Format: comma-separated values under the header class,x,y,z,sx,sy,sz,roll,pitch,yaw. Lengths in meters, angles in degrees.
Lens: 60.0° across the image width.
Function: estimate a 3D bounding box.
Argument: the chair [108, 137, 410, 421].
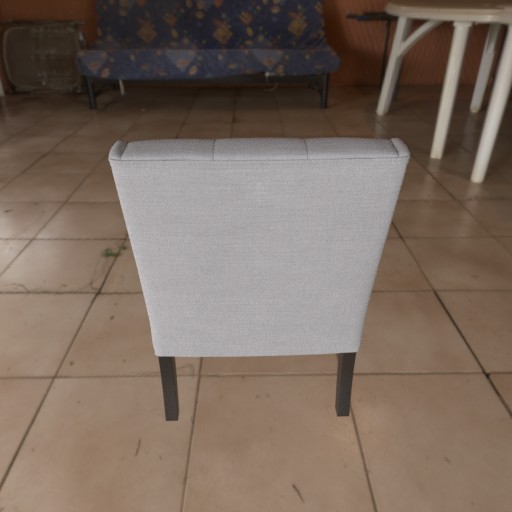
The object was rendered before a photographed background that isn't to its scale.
class,x,y,z,sx,sy,sz,roll,pitch,yaw
chair,0.000,0.000,1.292,0.569,0.853,0.676,-1,31,-2
